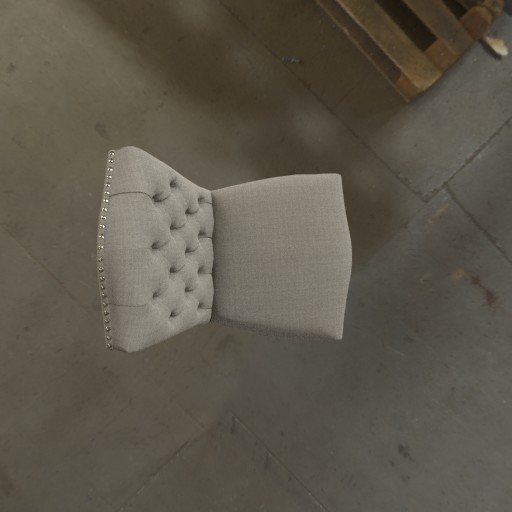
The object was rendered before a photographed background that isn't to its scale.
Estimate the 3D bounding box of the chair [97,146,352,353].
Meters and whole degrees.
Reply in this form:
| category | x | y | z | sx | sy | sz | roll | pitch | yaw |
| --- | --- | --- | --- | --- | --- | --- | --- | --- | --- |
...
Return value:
| category | x | y | z | sx | sy | sz | roll | pitch | yaw |
| --- | --- | --- | --- | --- | --- | --- | --- | --- | --- |
| chair | 0.000 | 0.000 | 1.577 | 0.731 | 1.191 | 0.637 | 0 | 88 | -1 |
